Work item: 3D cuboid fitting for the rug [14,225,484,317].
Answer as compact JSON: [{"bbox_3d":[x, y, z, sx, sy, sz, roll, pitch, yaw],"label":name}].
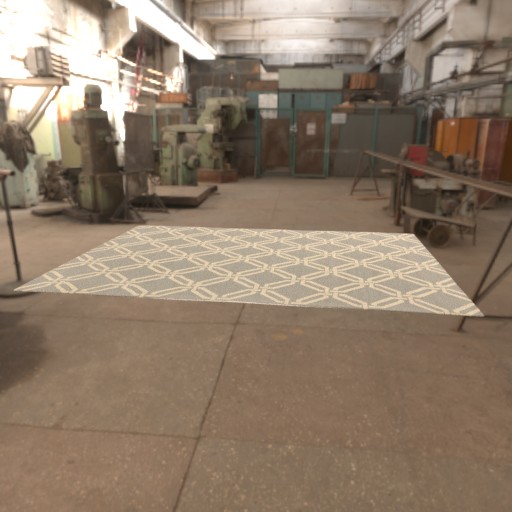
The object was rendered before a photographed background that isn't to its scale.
[{"bbox_3d":[0.000,0.000,2.698,2.133,0.013,1.522,2,16,8],"label":"rug"}]
